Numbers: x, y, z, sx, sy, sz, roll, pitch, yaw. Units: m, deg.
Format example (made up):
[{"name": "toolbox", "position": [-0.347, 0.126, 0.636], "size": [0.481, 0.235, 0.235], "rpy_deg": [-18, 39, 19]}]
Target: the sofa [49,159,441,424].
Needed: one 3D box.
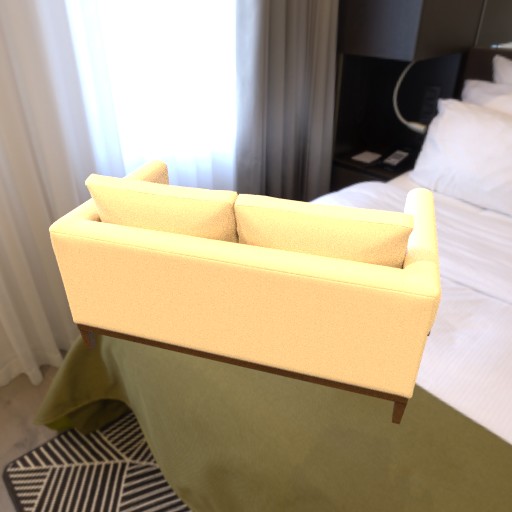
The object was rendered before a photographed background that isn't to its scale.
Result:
[{"name": "sofa", "position": [0.000, 0.000, 2.163], "size": [1.598, 0.873, 0.905], "rpy_deg": [9, 32, 15]}]
